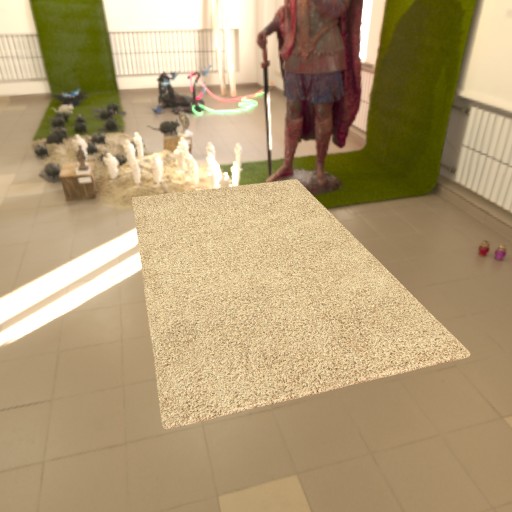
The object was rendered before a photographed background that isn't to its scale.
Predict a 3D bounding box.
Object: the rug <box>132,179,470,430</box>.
[{"bbox_3d":[0.000,0.000,3.020,1.524,0.030,2.438,-9,32,-14],"label":"rug"}]
